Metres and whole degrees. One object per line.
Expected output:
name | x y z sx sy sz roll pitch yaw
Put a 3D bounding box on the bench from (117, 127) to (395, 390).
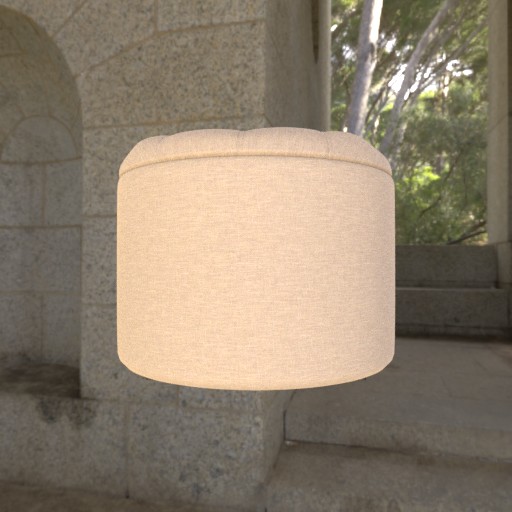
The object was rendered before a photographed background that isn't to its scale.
bench | 0.000 0.000 1.002 0.600 0.454 0.600 0 -1 0
